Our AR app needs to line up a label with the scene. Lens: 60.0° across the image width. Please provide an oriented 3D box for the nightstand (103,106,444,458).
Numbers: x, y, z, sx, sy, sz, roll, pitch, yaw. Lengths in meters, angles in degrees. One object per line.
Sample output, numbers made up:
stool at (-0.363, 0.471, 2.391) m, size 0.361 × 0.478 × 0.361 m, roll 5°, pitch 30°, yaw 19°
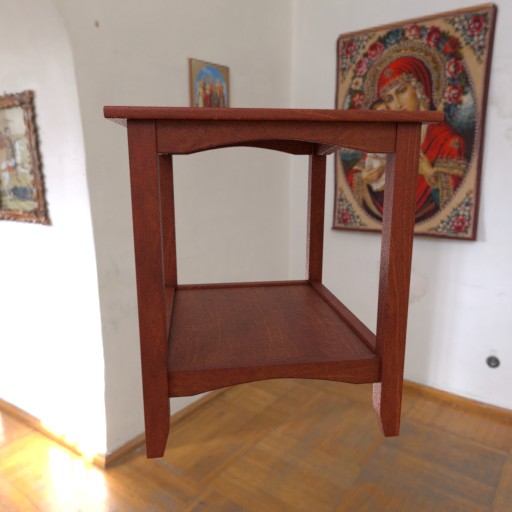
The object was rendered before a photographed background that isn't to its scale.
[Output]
nightstand at (0.000, 0.000, 0.968) m, size 0.501 × 0.558 × 0.558 m, roll -2°, pitch 13°, yaw -8°
